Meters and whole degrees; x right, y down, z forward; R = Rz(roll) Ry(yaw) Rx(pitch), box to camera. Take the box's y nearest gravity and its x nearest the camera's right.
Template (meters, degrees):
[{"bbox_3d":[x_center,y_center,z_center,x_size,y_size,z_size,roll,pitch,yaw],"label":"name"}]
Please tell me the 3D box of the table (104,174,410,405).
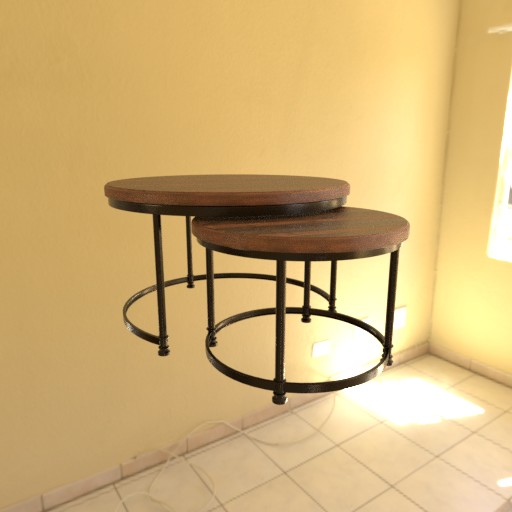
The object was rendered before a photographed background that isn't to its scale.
[{"bbox_3d":[0.000,0.000,1.586,0.870,0.516,1.152,-13,19,-43],"label":"table"}]
